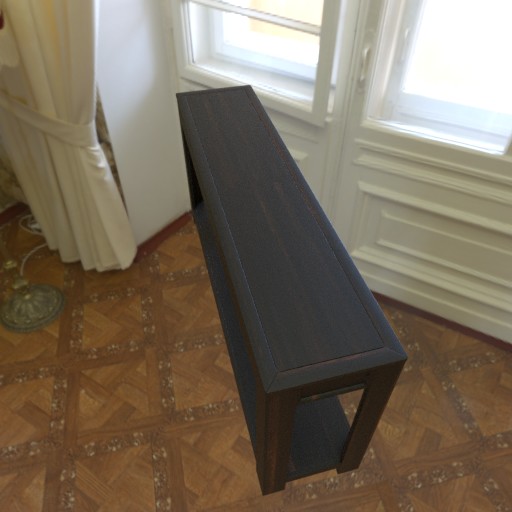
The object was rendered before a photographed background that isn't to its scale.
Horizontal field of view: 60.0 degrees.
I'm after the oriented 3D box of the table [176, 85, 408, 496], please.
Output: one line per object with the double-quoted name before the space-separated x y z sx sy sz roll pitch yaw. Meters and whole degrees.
"table" 0.000 0.000 1.905 0.384 0.762 1.631 -11 46 -10
